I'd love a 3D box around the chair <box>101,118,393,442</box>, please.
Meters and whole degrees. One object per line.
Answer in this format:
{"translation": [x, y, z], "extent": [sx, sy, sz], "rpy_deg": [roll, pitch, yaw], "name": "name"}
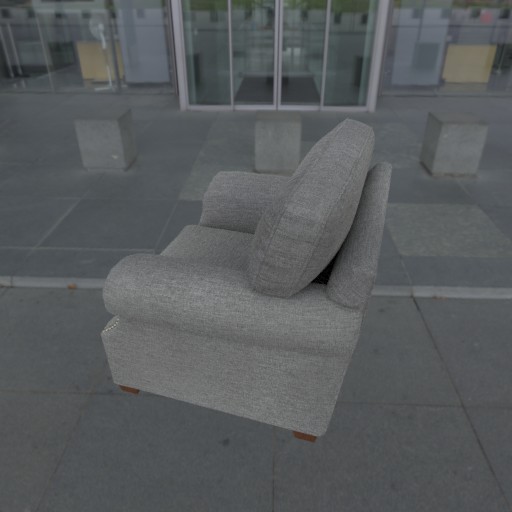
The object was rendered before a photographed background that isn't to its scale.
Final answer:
{"translation": [0.000, 0.000, 1.833], "extent": [0.965, 0.961, 1.092], "rpy_deg": [9, 32, 15], "name": "chair"}
